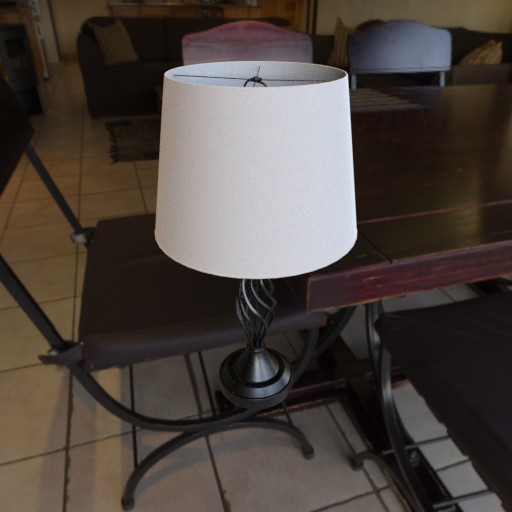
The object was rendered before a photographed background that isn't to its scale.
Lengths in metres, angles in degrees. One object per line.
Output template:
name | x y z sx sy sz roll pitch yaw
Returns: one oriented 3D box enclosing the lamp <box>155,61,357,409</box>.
lamp | 0.000 0.000 0.768 0.331 0.594 0.331 0 30 0
